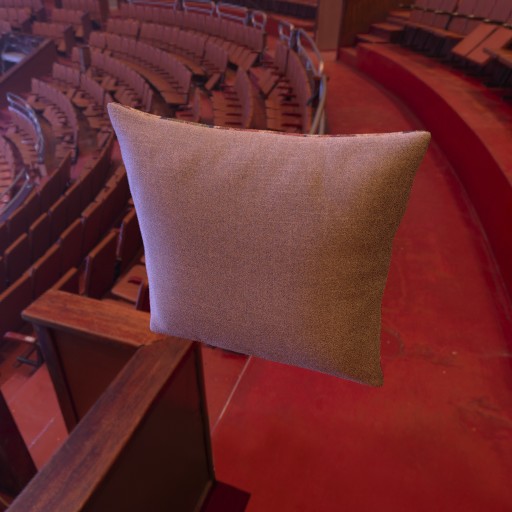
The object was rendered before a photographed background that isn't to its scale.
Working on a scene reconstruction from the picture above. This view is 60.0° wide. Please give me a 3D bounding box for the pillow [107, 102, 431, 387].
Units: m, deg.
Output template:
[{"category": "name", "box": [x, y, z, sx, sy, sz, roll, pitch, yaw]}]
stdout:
[{"category": "pillow", "box": [0.000, 0.000, 0.807, 0.523, 0.506, 0.166, 10, 33, 16]}]
